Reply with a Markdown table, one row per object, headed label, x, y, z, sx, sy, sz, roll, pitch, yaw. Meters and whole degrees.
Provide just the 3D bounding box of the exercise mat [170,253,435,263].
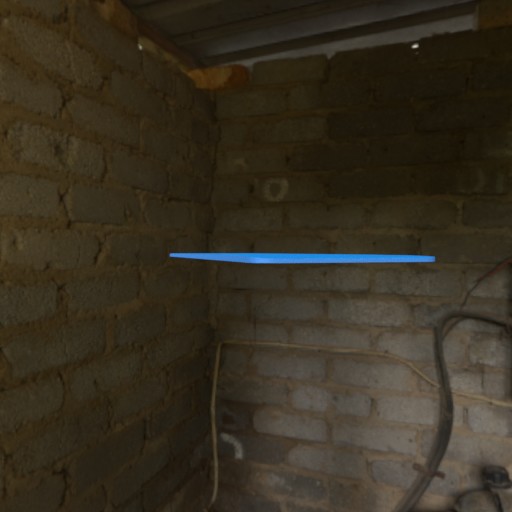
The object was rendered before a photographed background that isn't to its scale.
| label | x | y | z | sx | sy | sz | roll | pitch | yaw |
| --- | --- | --- | --- | --- | --- | --- | --- | --- | --- |
| exercise mat | 0.000 | 0.000 | 2.154 | 0.616 | 0.021 | 1.869 | 0 | 1 | -18 |
